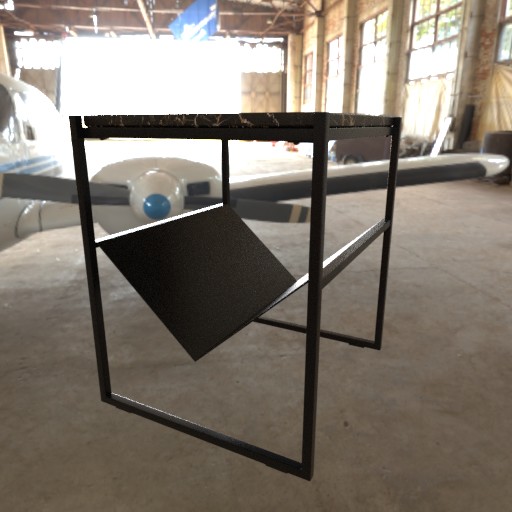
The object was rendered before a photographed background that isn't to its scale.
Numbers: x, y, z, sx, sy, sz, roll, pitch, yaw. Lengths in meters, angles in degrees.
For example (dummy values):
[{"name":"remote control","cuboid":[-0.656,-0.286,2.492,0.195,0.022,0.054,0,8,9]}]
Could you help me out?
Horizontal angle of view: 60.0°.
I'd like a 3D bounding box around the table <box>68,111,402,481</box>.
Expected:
[{"name":"table","cuboid":[0.000,0.000,0.885,0.432,0.534,0.469,9,19,27]}]
